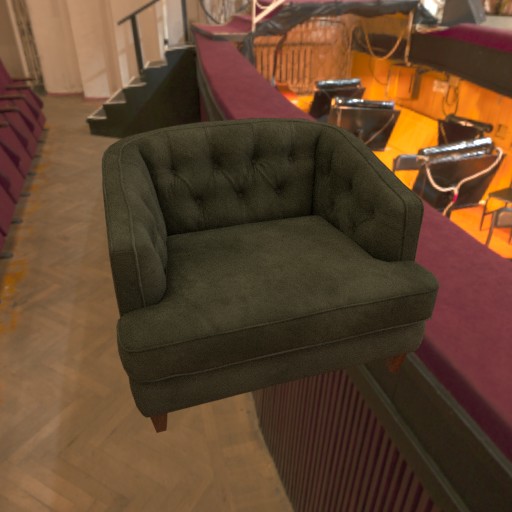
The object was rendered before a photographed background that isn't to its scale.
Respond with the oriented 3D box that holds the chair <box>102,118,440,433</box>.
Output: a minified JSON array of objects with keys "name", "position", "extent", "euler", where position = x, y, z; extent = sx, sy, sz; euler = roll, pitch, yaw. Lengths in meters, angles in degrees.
[{"name":"chair","position":[0.000,0.000,1.766],"extent":[1.104,0.852,0.941],"euler":[-9,32,-15]}]
